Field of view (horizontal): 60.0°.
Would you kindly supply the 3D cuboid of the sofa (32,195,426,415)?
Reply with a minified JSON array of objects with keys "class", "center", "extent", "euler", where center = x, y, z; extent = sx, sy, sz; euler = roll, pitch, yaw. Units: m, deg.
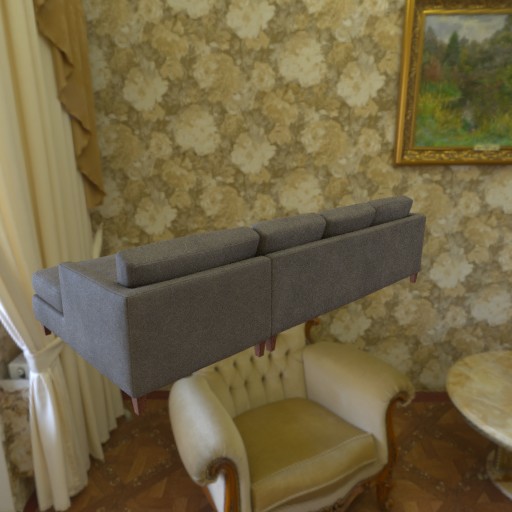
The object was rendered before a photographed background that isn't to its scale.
[{"class":"sofa","center":[0.000,0.000,4.053],"extent":[3.471,0.950,1.604],"euler":[-15,21,-42]}]
